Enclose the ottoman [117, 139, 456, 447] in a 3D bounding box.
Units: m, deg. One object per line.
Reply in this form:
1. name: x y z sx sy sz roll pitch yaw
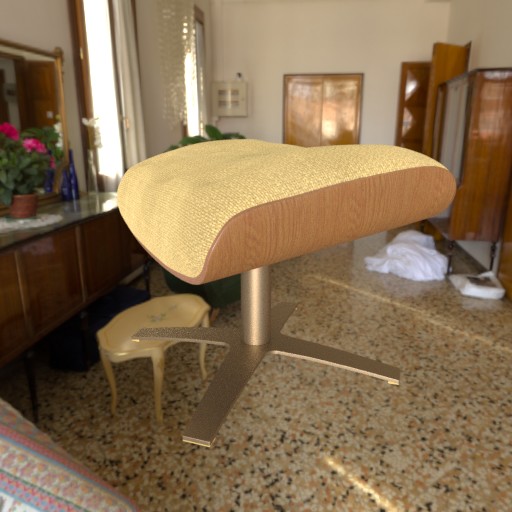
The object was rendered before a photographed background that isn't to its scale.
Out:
1. ottoman: 0.000 0.000 0.783 0.394 0.391 0.520 -8 18 -26
